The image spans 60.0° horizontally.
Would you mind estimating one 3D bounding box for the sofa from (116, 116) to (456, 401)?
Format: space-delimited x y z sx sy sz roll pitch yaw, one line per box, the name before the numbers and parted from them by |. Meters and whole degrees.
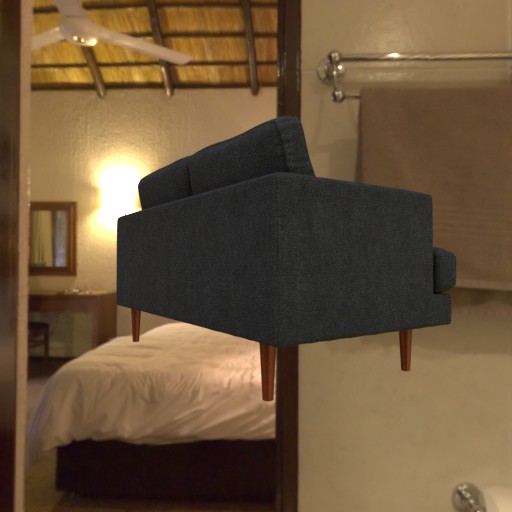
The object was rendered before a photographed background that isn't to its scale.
sofa | 0.000 0.000 2.160 0.903 0.944 1.582 1 -1 -34
